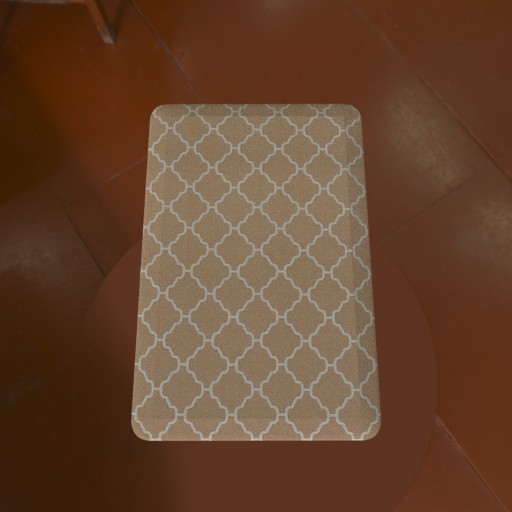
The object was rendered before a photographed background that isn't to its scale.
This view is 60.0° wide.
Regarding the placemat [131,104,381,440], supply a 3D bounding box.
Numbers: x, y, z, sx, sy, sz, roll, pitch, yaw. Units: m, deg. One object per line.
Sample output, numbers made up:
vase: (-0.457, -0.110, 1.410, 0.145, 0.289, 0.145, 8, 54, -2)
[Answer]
placemat: (0.000, 0.000, 0.977, 0.508, 0.021, 0.762, 0, 76, 0)
